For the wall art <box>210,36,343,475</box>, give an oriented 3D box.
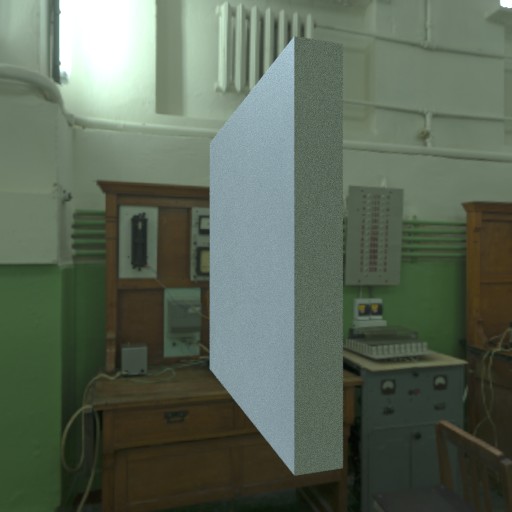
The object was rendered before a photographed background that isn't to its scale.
[{"bbox_3d":[0.000,0.000,0.458,0.038,0.305,0.305,0,0,-17],"label":"wall art"}]
